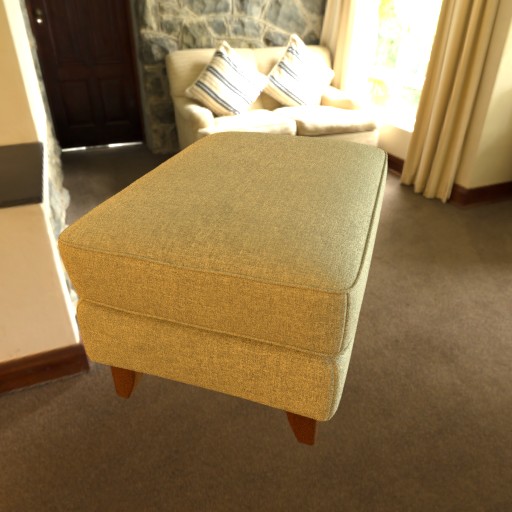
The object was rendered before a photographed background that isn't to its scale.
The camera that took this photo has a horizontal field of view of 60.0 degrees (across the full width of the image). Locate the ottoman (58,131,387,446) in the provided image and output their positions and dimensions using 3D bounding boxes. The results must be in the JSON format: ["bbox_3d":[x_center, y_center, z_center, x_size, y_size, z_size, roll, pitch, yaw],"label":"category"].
[{"bbox_3d":[0.000,0.000,1.310,0.661,0.561,0.889,9,32,15],"label":"ottoman"}]
